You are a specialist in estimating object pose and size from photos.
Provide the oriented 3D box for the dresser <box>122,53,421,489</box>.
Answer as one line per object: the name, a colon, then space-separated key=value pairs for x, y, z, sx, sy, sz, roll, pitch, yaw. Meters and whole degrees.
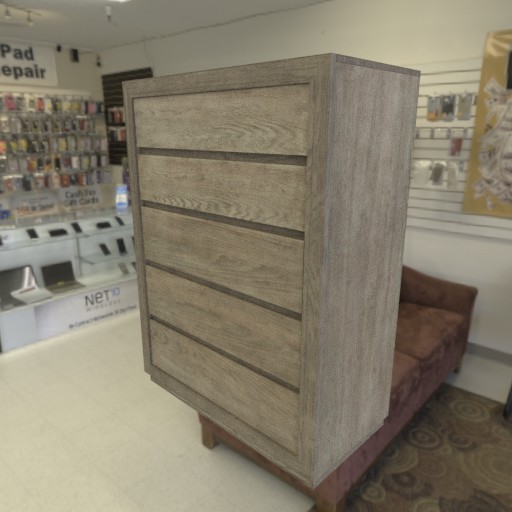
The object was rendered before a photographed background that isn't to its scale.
dresser: x=0.000 y=0.000 z=1.718 sx=0.967 sy=1.295 sz=0.483 roll=15 pitch=22 yaw=42
